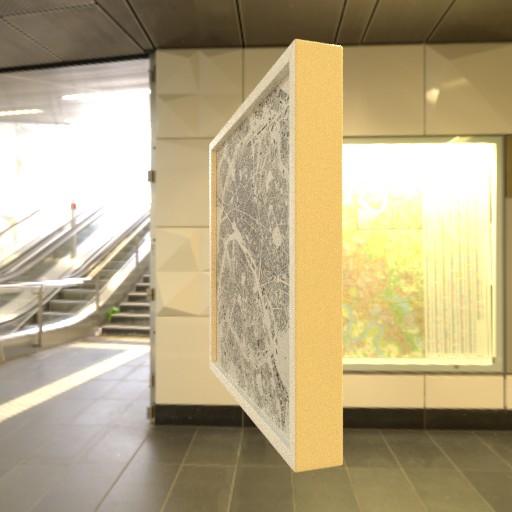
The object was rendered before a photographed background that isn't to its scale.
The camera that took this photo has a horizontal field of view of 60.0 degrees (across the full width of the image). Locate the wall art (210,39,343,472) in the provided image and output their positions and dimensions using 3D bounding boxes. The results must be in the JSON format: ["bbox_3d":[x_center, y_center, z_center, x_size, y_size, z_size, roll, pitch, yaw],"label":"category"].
[{"bbox_3d":[0.000,0.000,0.461,0.038,0.305,0.305,0,0,-17],"label":"wall art"}]
